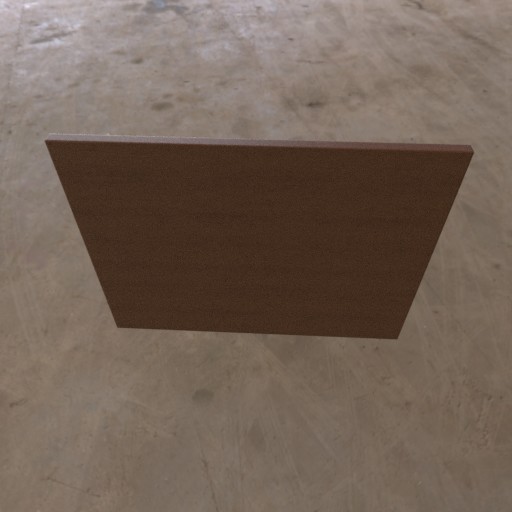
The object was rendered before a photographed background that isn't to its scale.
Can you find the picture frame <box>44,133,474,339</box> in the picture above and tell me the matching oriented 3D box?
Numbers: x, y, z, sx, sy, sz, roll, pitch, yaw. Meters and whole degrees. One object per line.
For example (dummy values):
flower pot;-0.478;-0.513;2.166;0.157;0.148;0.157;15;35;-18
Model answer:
picture frame;0.000;0.000;1.748;1.329;1.018;0.045;2;46;2
